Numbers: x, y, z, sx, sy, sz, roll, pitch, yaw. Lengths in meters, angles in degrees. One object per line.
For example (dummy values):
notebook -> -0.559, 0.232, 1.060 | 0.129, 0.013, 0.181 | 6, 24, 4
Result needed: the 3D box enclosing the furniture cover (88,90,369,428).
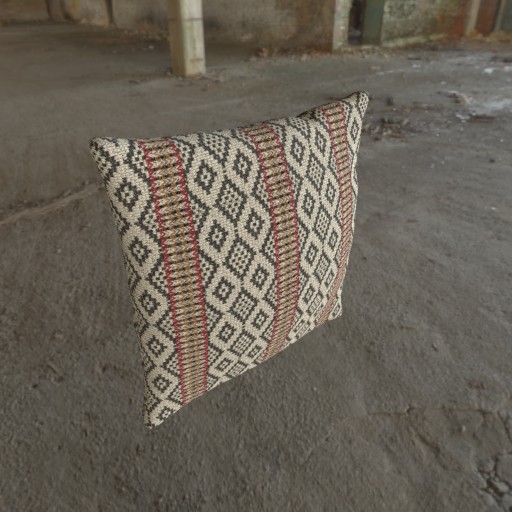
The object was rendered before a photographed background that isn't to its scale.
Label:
furniture cover -> 0.000, 0.000, 0.782 | 0.503, 0.506, 0.182 | -23, 38, -33
